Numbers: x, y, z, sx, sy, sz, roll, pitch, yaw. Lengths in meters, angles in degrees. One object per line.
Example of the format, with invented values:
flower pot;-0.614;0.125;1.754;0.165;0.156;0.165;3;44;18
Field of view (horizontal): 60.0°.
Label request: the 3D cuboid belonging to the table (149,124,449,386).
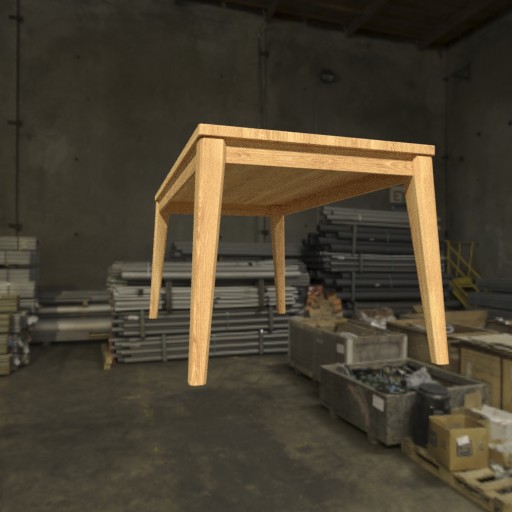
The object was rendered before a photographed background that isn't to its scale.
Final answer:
table;0.000;0.000;2.160;0.900;0.760;1.600;0;-1;-18
